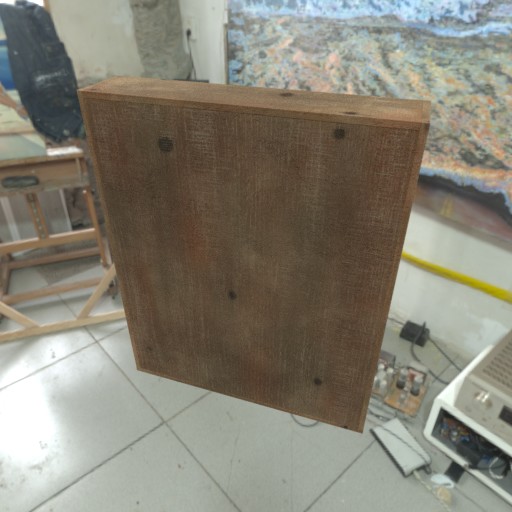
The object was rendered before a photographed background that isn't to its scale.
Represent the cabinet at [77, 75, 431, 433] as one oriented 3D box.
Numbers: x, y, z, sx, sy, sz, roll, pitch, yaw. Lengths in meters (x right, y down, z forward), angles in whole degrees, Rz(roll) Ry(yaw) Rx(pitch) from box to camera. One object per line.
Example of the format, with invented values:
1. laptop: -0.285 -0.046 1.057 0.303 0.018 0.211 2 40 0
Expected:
1. cabinet: 0.000 0.000 0.815 0.489 0.590 0.184 11 35 15
